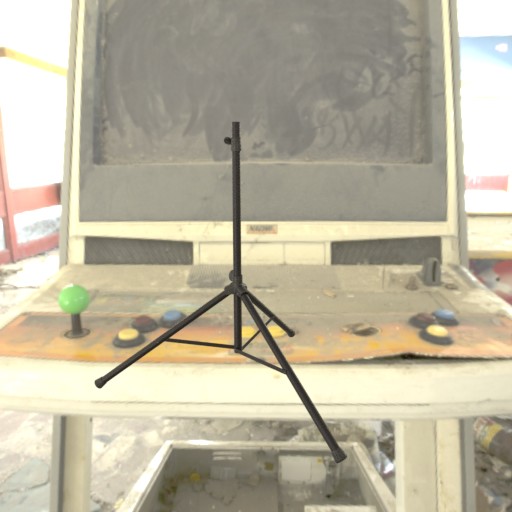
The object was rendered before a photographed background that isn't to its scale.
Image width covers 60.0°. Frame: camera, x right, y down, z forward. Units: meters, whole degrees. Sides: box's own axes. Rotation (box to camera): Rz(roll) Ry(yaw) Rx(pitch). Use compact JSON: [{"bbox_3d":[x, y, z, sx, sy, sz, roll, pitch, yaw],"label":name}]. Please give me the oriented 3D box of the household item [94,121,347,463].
[{"bbox_3d":[0.000,0.000,2.791,1.596,1.595,1.339,7,15,27],"label":"household item"}]
